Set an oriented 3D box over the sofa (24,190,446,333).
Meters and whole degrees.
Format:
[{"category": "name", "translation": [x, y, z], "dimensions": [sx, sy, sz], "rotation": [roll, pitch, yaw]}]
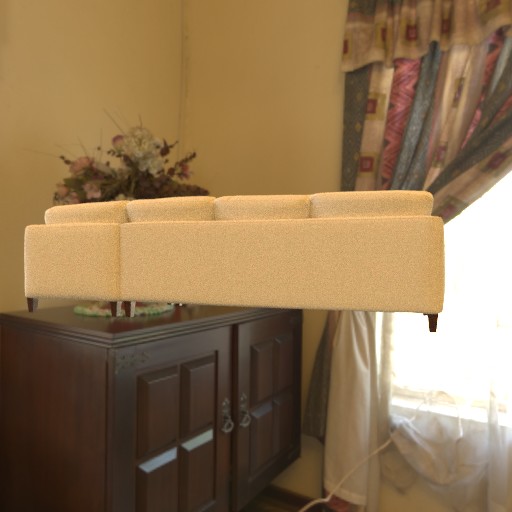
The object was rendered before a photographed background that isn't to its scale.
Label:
[{"category": "sofa", "translation": [0.000, 0.000, 4.417], "dimensions": [3.302, 0.947, 2.593], "rotation": [0, 0, 18]}]
